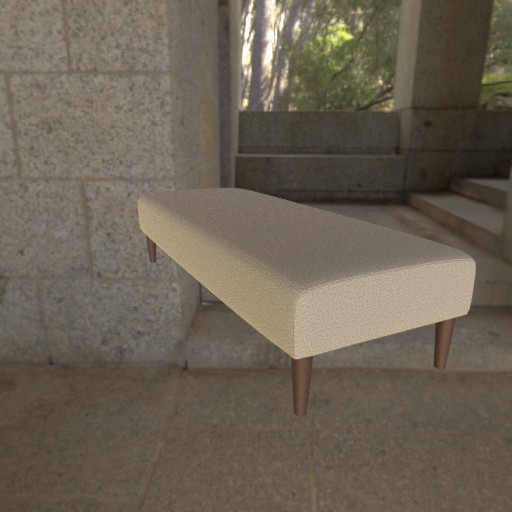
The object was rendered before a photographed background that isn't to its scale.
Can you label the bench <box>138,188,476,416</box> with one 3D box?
[{"bbox_3d":[0.000,0.000,1.856,0.646,0.393,1.609,-8,18,-26],"label":"bench"}]
